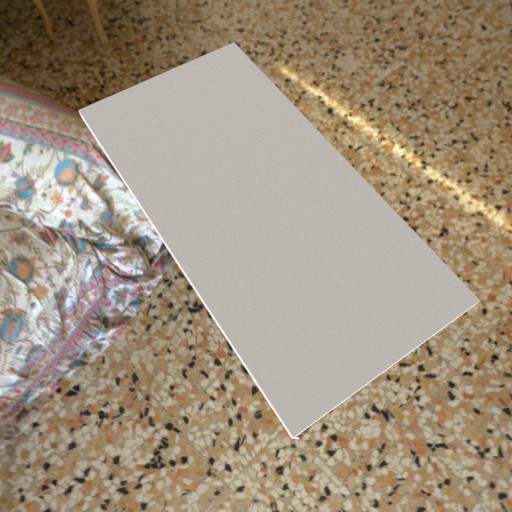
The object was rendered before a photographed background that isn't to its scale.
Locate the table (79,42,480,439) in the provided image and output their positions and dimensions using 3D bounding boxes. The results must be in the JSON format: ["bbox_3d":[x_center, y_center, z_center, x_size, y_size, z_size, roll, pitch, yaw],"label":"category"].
[{"bbox_3d":[0.000,0.000,1.369,0.498,0.660,0.991,-31,67,-15],"label":"table"}]
